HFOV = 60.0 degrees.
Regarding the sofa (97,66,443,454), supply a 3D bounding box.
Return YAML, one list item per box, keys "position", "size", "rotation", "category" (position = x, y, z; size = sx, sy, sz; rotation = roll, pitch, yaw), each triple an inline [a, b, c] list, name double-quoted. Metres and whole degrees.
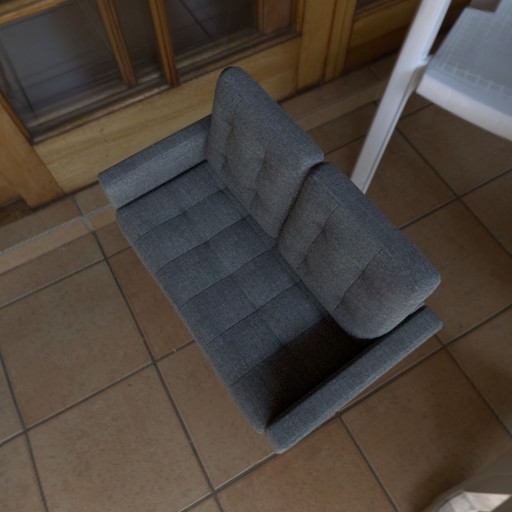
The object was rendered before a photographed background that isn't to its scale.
- position: [0.000, 0.000, 1.946]
  size: [0.842, 0.907, 1.407]
  rotation: [-33, 69, -14]
  category: "sofa"
